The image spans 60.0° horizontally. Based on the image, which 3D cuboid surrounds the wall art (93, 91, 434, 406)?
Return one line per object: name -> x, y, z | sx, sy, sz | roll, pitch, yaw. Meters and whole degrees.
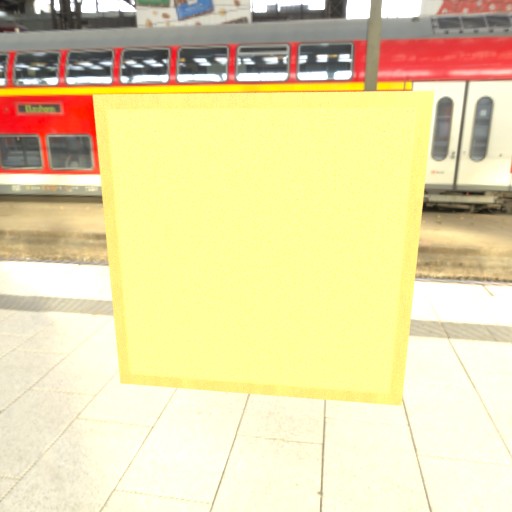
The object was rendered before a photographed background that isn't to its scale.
wall art -> 0.000, 0.000, 2.804 | 1.935, 1.936, 0.097 | 2, 16, 8
